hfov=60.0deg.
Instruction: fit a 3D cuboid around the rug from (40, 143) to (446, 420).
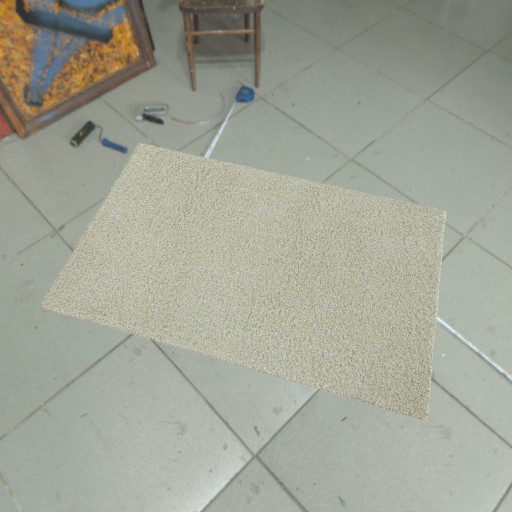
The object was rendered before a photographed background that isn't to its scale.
[{"bbox_3d":[0.000,0.000,3.029,2.438,0.030,1.524,14,59,9],"label":"rug"}]
